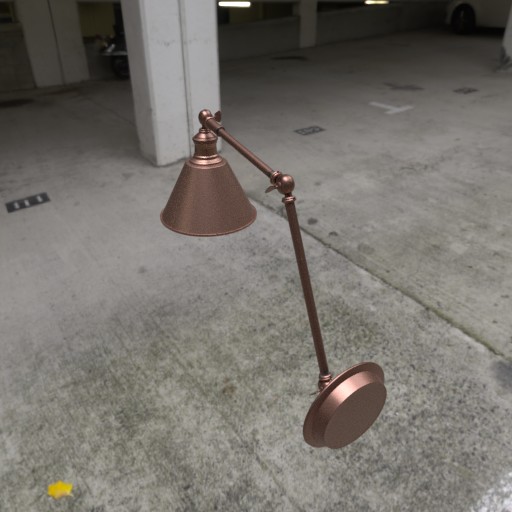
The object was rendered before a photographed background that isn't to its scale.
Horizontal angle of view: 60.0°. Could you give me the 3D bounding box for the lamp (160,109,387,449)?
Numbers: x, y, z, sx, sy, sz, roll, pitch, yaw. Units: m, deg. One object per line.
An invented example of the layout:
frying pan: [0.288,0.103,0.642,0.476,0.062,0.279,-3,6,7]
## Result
lamp: [0.000,0.000,0.895,0.223,0.502,0.624,-18,35,-28]
